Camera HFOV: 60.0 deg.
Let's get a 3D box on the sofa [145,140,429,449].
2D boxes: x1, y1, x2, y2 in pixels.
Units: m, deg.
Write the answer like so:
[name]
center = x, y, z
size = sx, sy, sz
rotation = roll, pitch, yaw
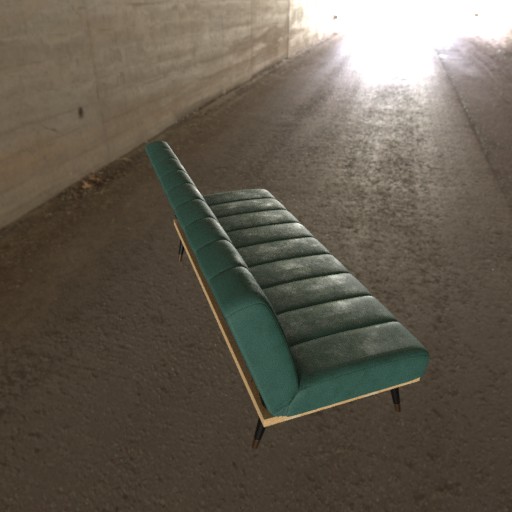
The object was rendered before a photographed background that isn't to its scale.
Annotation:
[sofa]
center = 0.000, 0.000, 2.312
size = 0.830, 0.820, 1.810
rotation = -10, 32, -17
